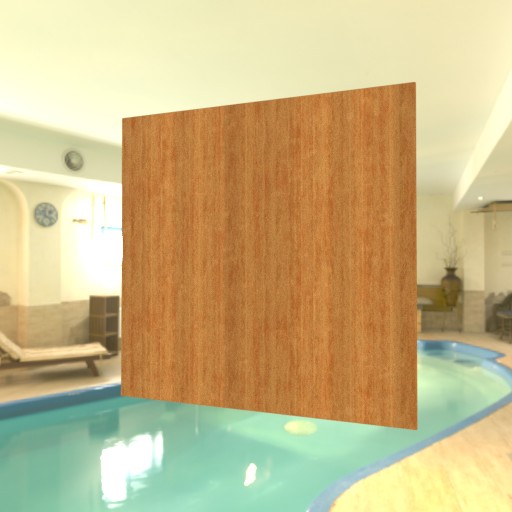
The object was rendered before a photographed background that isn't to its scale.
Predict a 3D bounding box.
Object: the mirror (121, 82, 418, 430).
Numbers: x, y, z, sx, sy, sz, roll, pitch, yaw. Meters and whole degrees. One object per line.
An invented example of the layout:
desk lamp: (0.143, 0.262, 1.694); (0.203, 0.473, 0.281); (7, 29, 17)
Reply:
mirror: (0.000, 0.000, 0.956); (0.651, 0.651, 0.047); (0, -1, 19)
